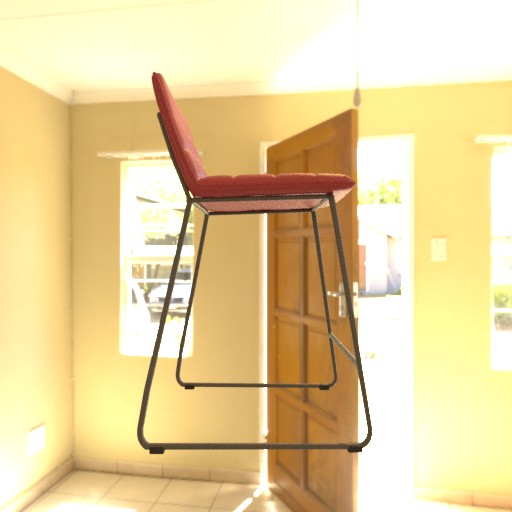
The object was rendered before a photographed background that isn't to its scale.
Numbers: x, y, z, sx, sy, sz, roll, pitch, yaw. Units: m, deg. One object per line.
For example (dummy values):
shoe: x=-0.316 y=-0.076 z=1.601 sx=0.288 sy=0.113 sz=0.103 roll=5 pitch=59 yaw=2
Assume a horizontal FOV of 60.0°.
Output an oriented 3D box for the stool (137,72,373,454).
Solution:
stool: x=0.000 y=0.000 z=1.209 sx=0.524 sy=0.866 sz=0.489 roll=0 pitch=0 yaw=0
